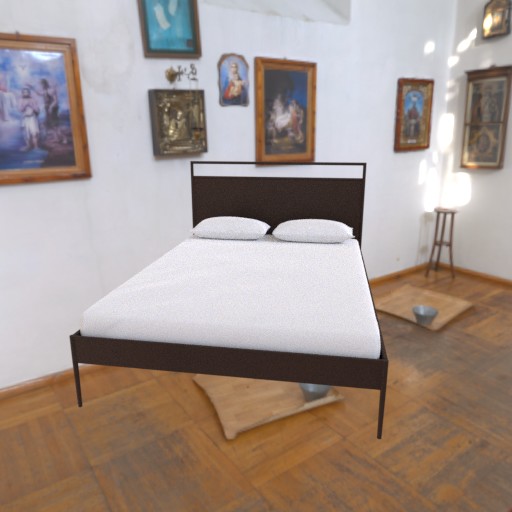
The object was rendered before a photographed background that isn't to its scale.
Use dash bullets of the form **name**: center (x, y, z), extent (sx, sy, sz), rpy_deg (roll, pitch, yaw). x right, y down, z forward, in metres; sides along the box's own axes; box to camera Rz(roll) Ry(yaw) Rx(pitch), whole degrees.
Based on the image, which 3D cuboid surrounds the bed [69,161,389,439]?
- **bed**: center (0.000, 0.000, 3.085), extent (1.572, 1.173, 2.122), rpy_deg (3, 15, 9)
